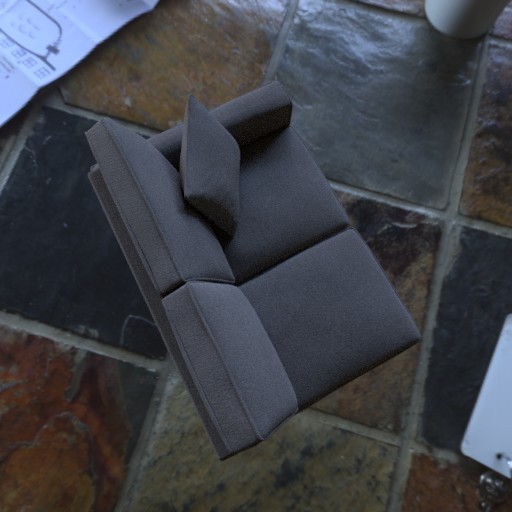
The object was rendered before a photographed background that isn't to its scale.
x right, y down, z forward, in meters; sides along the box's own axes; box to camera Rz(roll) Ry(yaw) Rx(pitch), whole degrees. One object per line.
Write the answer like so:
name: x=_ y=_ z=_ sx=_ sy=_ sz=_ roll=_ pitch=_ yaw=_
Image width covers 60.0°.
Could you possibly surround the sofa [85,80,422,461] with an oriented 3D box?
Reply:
sofa: x=0.000 y=0.000 z=2.050 sx=0.991 sy=0.989 sz=1.388 roll=-27 pitch=77 yaw=-6
